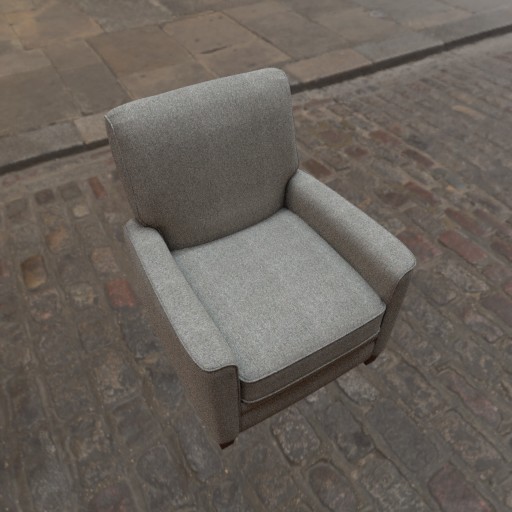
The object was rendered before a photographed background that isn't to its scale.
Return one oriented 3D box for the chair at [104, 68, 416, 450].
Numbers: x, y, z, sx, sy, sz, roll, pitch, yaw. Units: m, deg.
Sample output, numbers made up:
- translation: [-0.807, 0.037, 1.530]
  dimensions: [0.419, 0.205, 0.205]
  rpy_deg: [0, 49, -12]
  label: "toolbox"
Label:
- translation: [0.000, 0.000, 1.646]
  dimensions: [0.841, 1.028, 0.858]
  rpy_deg: [-23, 50, -21]
  label: "chair"
